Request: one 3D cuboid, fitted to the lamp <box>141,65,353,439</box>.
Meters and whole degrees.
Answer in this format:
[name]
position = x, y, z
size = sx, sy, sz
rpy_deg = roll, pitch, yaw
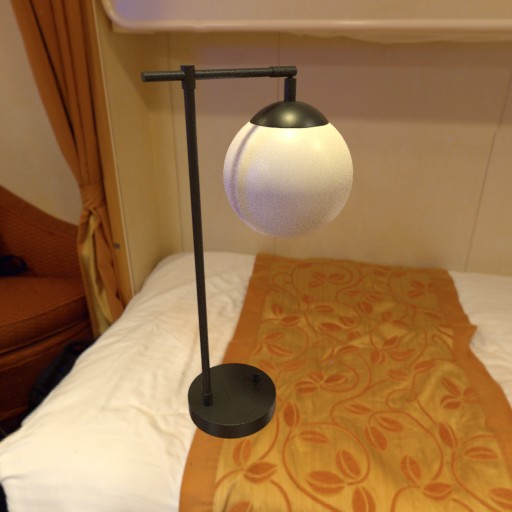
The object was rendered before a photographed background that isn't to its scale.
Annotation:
[lamp]
position = 0.000, 0.000, 0.701
size = 0.316, 0.559, 0.197
rpy_deg = -17, 30, -32
